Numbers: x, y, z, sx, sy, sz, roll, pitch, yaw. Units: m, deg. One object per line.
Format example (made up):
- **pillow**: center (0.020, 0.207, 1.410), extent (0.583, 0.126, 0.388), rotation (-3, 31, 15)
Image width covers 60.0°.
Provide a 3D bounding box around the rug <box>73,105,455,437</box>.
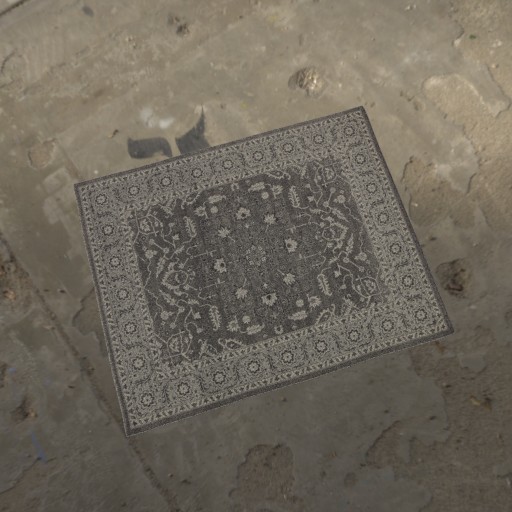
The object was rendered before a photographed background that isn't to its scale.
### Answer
- **rug**: center (0.000, 0.000, 4.210), extent (3.069, 0.026, 2.451), rotation (-16, 76, -4)
